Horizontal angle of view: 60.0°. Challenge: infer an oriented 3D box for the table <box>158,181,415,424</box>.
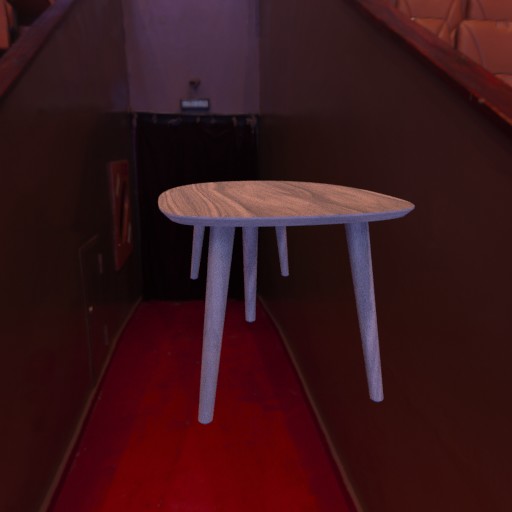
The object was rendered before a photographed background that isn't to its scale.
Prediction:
[{"bbox_3d":[0.000,0.000,1.331,0.527,0.429,1.084,-2,15,-8],"label":"table"}]
